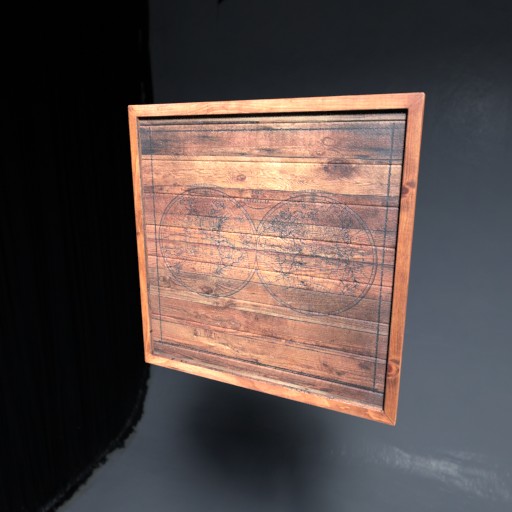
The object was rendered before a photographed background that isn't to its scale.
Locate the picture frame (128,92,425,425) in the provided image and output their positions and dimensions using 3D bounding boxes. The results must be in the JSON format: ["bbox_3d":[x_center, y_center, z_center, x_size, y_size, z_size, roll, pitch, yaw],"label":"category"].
[{"bbox_3d":[0.000,0.000,1.229,0.810,0.817,0.029,7,16,25],"label":"picture frame"}]
